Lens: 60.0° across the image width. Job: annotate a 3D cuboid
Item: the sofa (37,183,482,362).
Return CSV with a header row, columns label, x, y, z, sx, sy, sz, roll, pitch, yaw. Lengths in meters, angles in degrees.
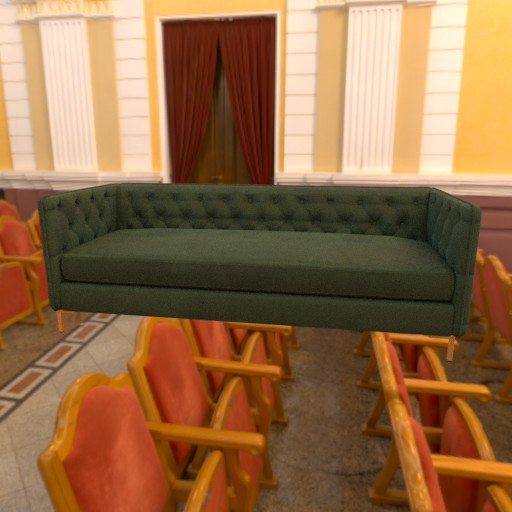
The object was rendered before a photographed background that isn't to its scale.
label,x,y,z,sx,sy,sz,roll,pitch,yaw
sofa,0.000,0.000,2.613,2.209,0.771,0.895,2,14,9
